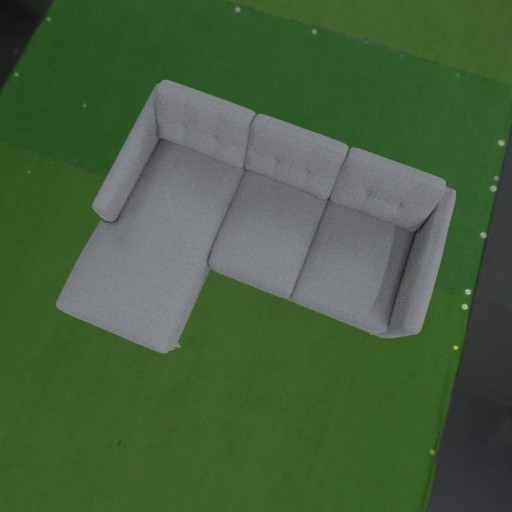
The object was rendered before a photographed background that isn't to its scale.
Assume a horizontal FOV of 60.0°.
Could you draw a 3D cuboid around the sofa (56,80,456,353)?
[{"bbox_3d":[0.000,0.000,2.769,2.040,0.860,1.530,21,76,5],"label":"sofa"}]
